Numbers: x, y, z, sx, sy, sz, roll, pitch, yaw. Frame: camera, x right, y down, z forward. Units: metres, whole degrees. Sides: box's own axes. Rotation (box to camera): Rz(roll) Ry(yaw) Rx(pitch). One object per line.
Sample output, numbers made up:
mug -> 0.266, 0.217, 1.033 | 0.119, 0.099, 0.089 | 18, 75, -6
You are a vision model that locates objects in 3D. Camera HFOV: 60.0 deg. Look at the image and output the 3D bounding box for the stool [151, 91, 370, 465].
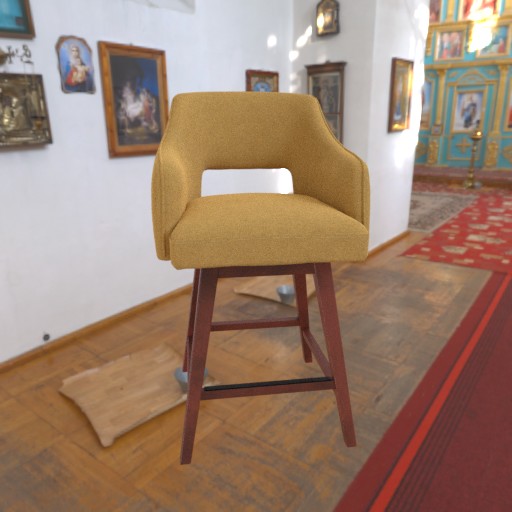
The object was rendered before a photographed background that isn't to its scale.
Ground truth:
stool -> 0.000, 0.000, 1.272 | 0.548, 0.924, 0.558 | -2, 16, -8
